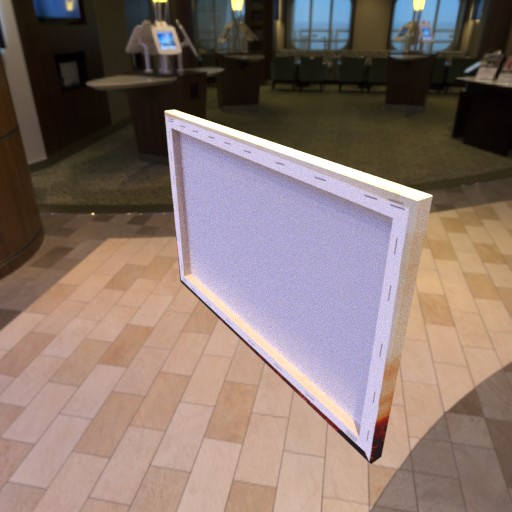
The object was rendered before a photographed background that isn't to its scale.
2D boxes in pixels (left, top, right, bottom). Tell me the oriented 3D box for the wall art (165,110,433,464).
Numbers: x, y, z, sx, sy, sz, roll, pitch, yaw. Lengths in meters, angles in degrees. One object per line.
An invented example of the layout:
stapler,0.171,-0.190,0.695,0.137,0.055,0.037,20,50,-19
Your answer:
wall art,0.000,0.000,1.152,0.038,0.602,0.918,-18,33,-30
